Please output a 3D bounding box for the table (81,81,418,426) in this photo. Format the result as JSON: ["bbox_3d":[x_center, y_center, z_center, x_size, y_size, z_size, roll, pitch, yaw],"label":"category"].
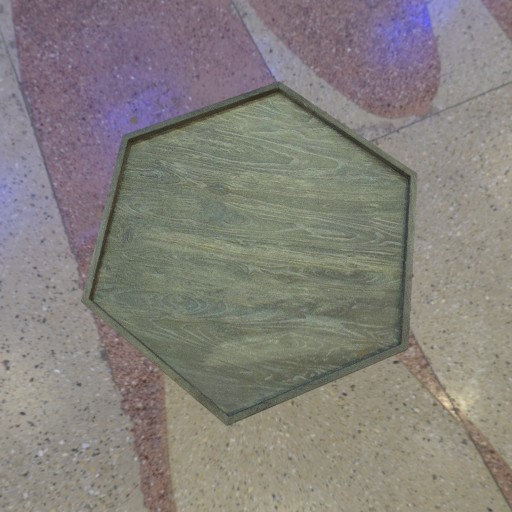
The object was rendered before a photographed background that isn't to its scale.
[{"bbox_3d":[0.000,0.000,1.600,1.115,0.488,0.966,-21,76,-6],"label":"table"}]
